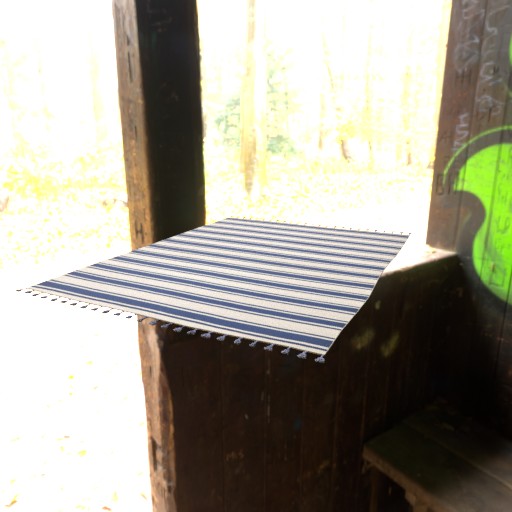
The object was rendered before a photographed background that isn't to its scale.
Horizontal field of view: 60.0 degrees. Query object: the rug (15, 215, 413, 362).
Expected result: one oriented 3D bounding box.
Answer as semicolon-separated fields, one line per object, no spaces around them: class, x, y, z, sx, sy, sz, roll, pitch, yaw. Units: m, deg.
rug;0.000;0.000;4.327;2.471;0.016;3.416;8;18;25
